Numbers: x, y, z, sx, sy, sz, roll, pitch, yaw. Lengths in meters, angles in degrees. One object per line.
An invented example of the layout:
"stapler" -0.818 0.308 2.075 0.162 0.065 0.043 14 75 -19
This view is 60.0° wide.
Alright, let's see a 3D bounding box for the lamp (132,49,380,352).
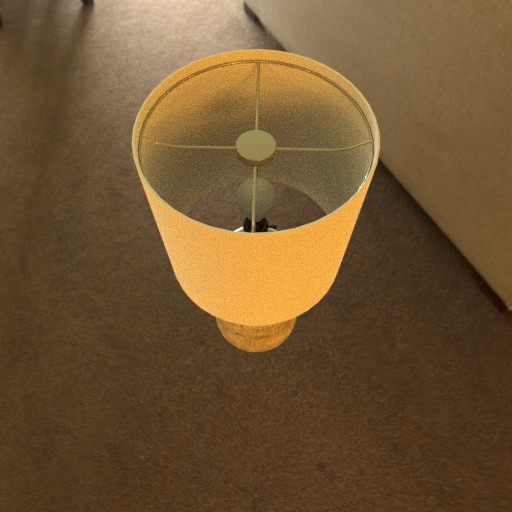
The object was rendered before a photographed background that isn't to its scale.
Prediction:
"lamp" 0.000 0.000 0.579 0.211 0.455 0.211 14 62 7
